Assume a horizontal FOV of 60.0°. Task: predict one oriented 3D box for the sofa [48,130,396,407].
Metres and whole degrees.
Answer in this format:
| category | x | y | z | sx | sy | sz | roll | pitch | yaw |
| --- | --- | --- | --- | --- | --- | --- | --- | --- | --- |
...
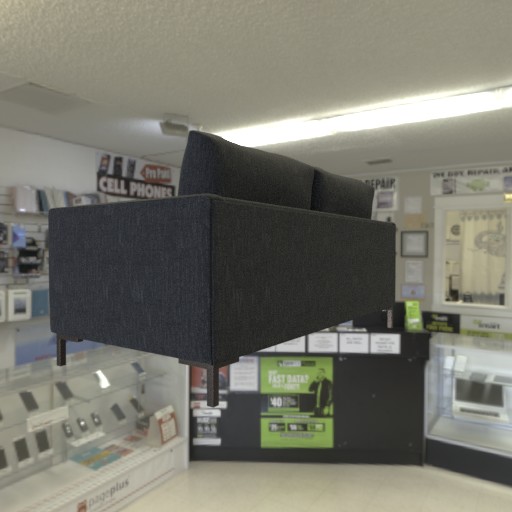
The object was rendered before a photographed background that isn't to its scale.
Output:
| category | x | y | z | sx | sy | sz | roll | pitch | yaw |
| --- | --- | --- | --- | --- | --- | --- | --- | --- | --- |
| sofa | 0.000 | 0.000 | 2.199 | 0.866 | 0.862 | 1.716 | 1 | 1 | 35 |
